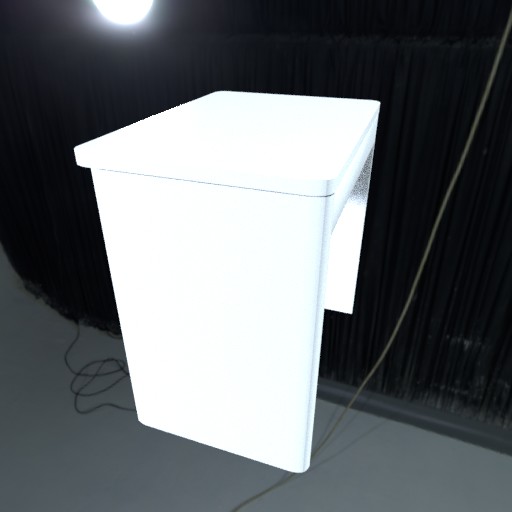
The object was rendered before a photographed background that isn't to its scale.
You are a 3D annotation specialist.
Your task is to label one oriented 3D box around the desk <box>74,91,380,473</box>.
[{"bbox_3d":[0.000,0.000,1.333,0.549,0.800,0.762,10,31,17],"label":"desk"}]
